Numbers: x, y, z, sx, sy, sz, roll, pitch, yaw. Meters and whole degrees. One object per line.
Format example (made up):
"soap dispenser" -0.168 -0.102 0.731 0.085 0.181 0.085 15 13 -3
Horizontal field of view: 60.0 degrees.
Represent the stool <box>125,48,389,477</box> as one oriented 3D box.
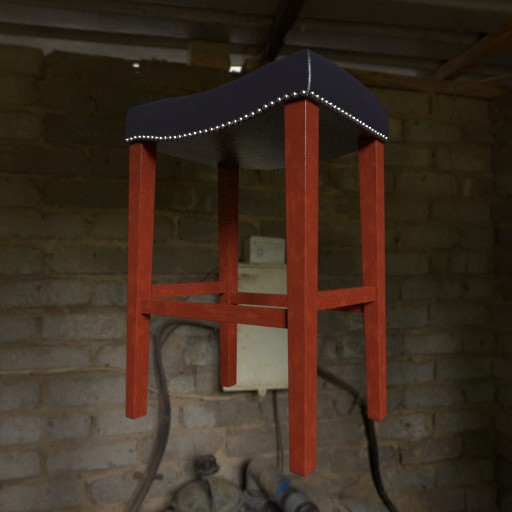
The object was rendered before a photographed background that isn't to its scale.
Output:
"stool" 0.000 0.000 1.026 0.504 0.742 0.372 -1 -1 37
